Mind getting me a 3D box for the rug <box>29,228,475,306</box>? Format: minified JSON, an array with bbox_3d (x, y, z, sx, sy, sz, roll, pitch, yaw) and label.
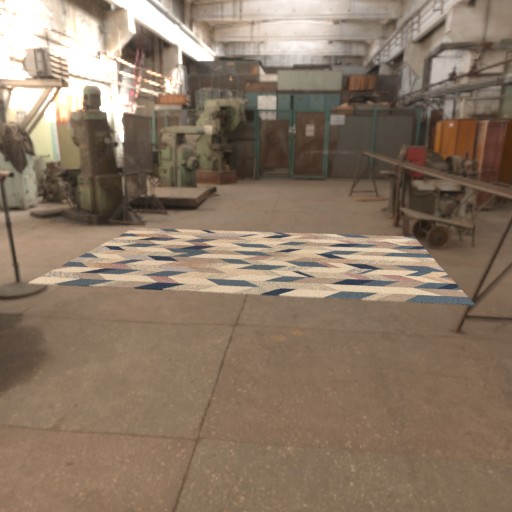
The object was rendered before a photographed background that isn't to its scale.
[{"bbox_3d":[0.000,0.000,3.089,2.423,0.008,1.513,2,16,8],"label":"rug"}]
